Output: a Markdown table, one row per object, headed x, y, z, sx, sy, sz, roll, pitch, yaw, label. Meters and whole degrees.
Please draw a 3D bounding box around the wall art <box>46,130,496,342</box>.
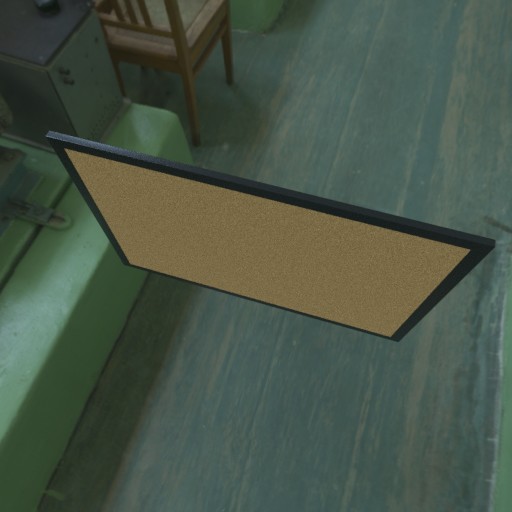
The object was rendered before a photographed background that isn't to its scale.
| x | y | z | sx | sy | sz | roll | pitch | yaw | label |
| --- | --- | --- | --- | --- | --- | --- | --- | --- | --- |
| 0.000 | 0.000 | 1.024 | 0.819 | 0.552 | 0.015 | 15 | 64 | 8 | wall art |
